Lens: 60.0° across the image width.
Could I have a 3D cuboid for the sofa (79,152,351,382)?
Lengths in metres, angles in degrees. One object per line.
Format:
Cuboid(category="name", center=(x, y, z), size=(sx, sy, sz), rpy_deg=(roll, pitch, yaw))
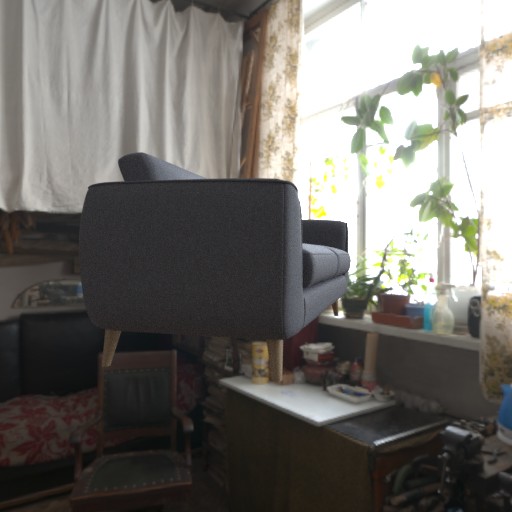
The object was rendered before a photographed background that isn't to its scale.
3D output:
Cuboid(category="sofa", center=(0.000, 0.000, 2.521), size=(0.920, 0.870, 2.000), rpy_deg=(0, 0, 17))
